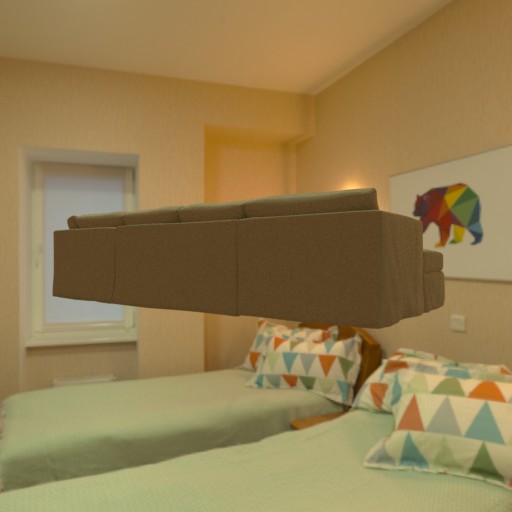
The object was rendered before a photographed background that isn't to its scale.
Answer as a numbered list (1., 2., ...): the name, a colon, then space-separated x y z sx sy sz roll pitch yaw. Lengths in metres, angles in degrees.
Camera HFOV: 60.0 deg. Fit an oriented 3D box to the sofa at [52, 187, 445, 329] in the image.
1. sofa: 0.000 0.000 4.563 3.528 0.878 2.476 0 0 35
